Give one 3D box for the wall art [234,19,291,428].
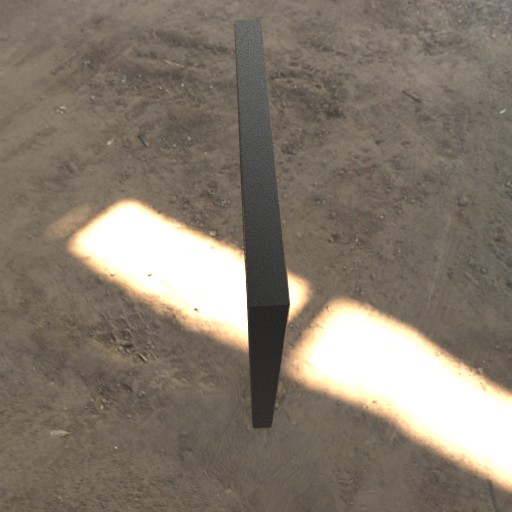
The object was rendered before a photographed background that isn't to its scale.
[{"bbox_3d":[0.000,0.000,0.750,0.039,0.555,0.449,-3,58,-2],"label":"wall art"}]
